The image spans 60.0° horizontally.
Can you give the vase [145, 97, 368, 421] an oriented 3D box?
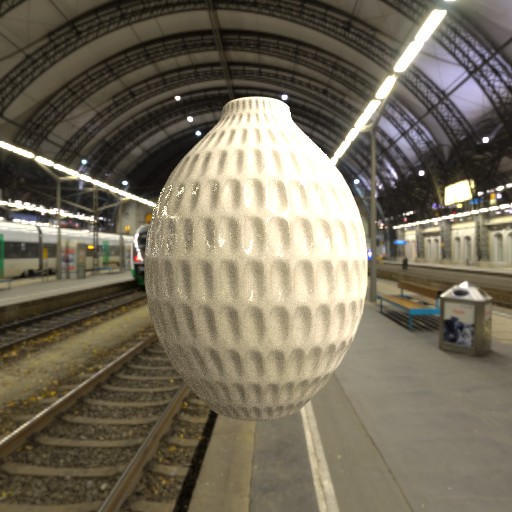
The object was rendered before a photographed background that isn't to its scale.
[{"bbox_3d":[0.000,0.000,0.332,0.162,0.223,0.162,0,0,0],"label":"vase"}]
